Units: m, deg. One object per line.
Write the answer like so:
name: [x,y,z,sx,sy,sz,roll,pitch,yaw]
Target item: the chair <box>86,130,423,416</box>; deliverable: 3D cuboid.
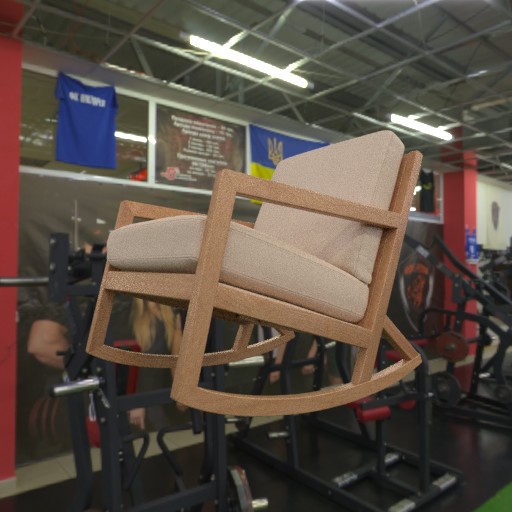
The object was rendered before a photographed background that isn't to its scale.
chair: [0.000,0.000,1.389,0.857,0.790,0.622,1,-1,-37]
